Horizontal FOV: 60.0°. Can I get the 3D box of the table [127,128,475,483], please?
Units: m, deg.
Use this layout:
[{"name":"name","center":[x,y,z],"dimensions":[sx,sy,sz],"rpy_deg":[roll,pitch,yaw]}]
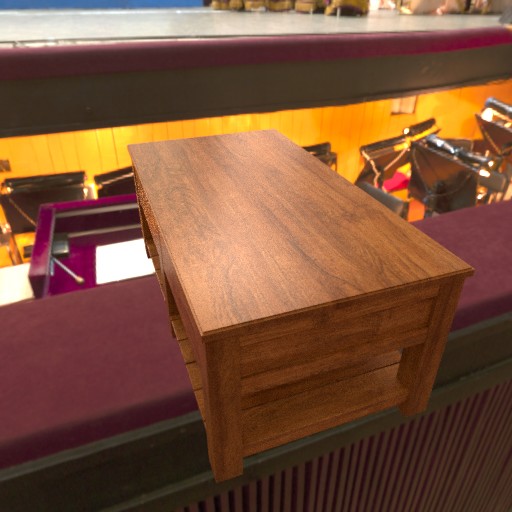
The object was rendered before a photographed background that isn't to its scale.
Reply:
[{"name":"table","center":[0.000,0.000,1.468],"dimensions":[0.635,0.480,1.150],"rpy_deg":[-11,34,-17]}]
